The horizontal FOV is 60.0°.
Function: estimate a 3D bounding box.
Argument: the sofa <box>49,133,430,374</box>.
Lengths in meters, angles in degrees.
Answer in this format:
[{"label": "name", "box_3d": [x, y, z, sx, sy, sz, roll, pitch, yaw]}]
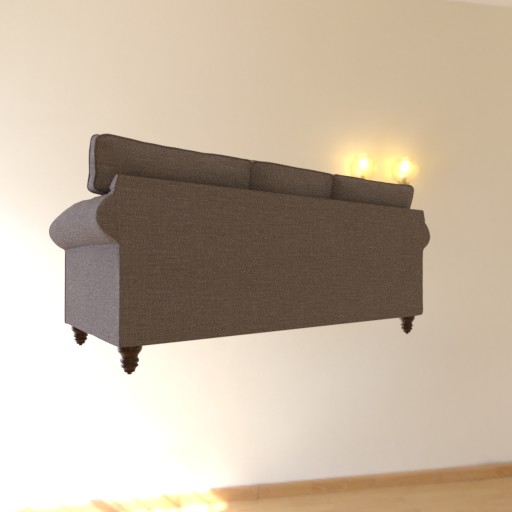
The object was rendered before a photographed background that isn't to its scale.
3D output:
[{"label": "sofa", "box_3d": [0.000, 0.000, 2.571, 2.084, 0.961, 0.916, 1, -1, -35]}]
